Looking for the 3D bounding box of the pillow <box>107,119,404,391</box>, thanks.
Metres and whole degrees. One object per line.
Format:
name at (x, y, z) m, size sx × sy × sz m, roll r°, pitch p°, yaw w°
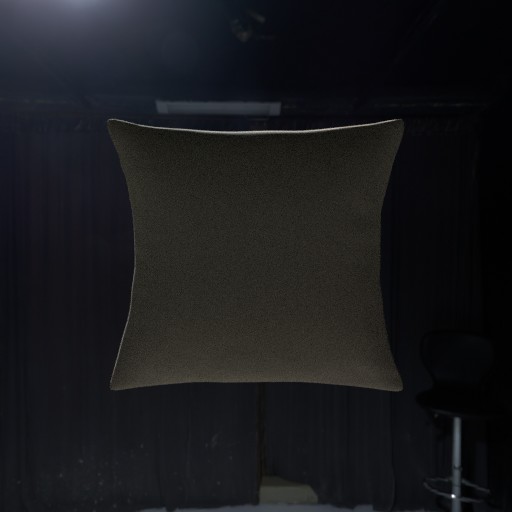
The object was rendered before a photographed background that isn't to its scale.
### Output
pillow at (0.000, 0.000, 0.830) m, size 0.552 × 0.508 × 0.166 m, roll 0°, pitch 0°, yaw 0°
